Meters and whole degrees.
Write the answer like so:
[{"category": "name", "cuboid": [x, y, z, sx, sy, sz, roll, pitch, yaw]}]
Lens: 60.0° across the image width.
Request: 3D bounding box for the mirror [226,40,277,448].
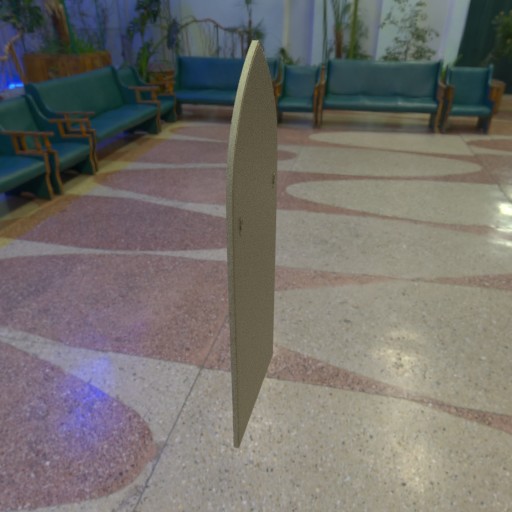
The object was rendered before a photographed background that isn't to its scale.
[{"category": "mirror", "cuboid": [0.000, 0.000, 1.341, 0.025, 1.175, 0.464, 8, 30, 14]}]
